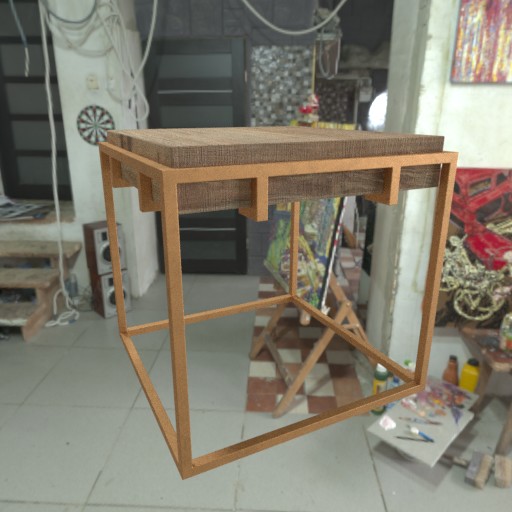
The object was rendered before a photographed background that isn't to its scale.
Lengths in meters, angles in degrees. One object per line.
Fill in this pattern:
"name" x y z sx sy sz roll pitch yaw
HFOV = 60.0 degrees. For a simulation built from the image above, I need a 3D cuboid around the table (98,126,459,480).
"table" 0.000 0.000 1.088 0.599 0.584 0.599 -9 21 -25
